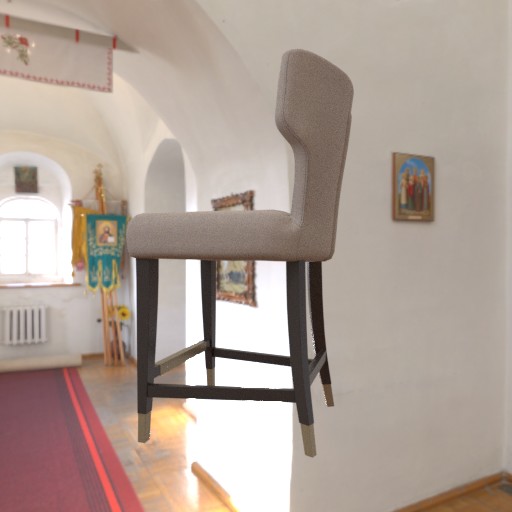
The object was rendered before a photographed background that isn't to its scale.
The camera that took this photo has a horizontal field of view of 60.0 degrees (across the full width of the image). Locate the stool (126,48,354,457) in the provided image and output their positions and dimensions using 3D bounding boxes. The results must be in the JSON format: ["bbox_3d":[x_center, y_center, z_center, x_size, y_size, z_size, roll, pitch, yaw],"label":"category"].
[{"bbox_3d":[0.000,0.000,1.320,0.563,0.982,0.527,0,1,17],"label":"stool"}]
